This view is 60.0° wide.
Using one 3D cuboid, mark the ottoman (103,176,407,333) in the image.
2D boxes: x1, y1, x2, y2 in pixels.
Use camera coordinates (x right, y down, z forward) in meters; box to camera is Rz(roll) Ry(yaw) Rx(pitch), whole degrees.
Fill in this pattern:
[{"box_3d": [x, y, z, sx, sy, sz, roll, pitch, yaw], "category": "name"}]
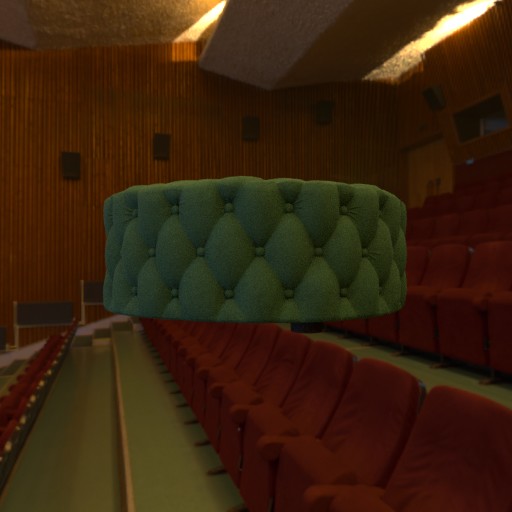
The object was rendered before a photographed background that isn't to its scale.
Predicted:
[{"box_3d": [0.000, 0.000, 1.532, 0.998, 0.399, 0.998, 0, -1, 0], "category": "ottoman"}]
